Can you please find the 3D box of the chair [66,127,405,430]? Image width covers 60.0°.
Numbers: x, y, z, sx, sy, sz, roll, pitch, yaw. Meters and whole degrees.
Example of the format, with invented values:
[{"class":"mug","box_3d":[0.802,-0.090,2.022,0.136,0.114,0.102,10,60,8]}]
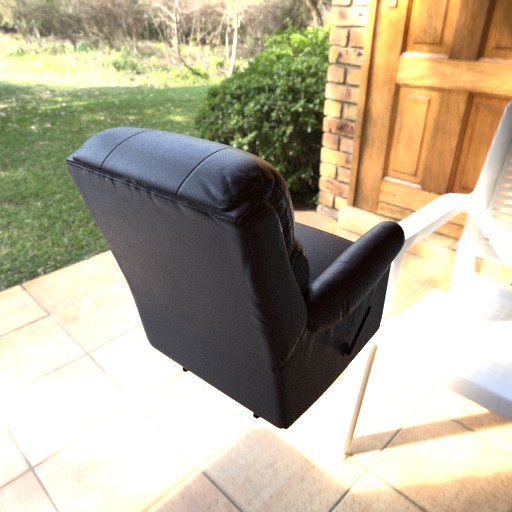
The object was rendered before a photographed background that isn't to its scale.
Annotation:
[{"class":"chair","box_3d":[0.000,0.000,1.735,0.838,1.054,1.014,22,36,33]}]
